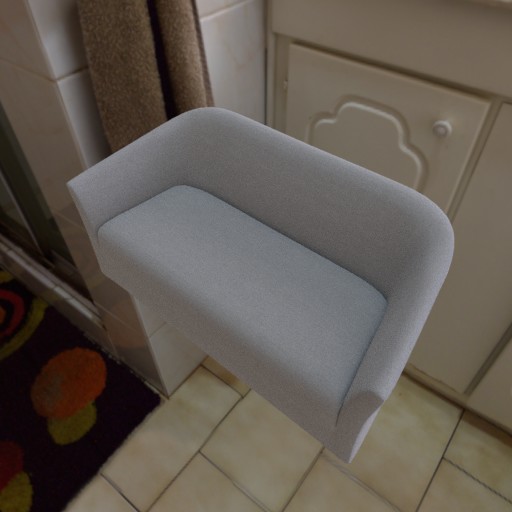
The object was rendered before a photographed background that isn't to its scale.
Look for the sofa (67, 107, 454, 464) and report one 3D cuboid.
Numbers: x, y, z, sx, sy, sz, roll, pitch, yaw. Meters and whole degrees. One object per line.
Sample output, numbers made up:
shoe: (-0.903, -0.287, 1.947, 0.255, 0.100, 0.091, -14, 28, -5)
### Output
sofa: (0.000, 0.000, 1.814, 1.452, 0.721, 0.705, 31, 54, 26)
